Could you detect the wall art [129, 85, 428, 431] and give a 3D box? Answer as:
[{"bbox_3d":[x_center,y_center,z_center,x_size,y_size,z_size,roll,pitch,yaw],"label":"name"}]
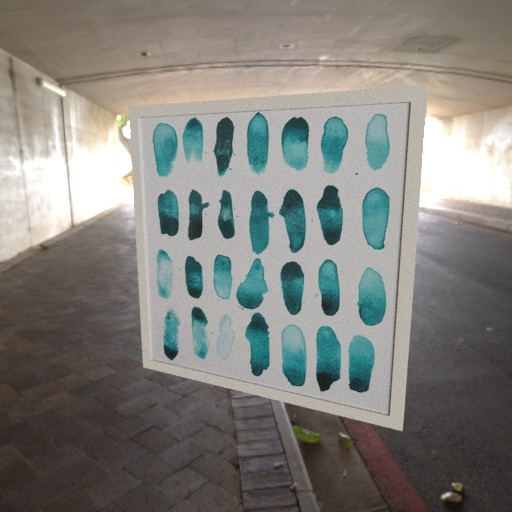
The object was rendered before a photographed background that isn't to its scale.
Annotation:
[{"bbox_3d":[0.000,0.000,1.196,0.812,0.813,0.013,6,13,25],"label":"wall art"}]
